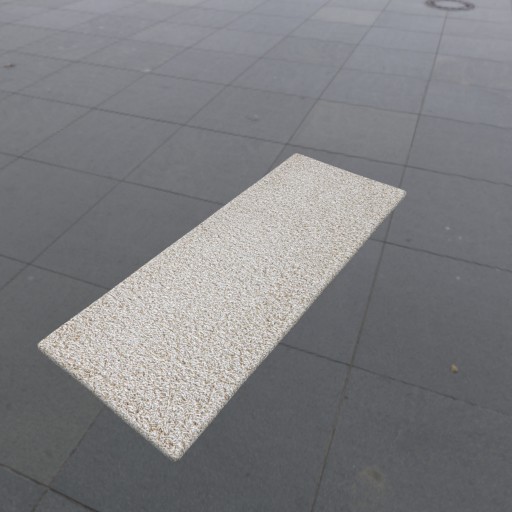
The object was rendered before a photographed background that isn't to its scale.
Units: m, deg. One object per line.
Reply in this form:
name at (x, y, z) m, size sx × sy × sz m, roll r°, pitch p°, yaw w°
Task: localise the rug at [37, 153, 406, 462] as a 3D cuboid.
rug at (0.000, 0.000, 1.725) m, size 0.609 × 0.030 × 1.524 m, roll 26°, pitch 48°, yaw 26°
